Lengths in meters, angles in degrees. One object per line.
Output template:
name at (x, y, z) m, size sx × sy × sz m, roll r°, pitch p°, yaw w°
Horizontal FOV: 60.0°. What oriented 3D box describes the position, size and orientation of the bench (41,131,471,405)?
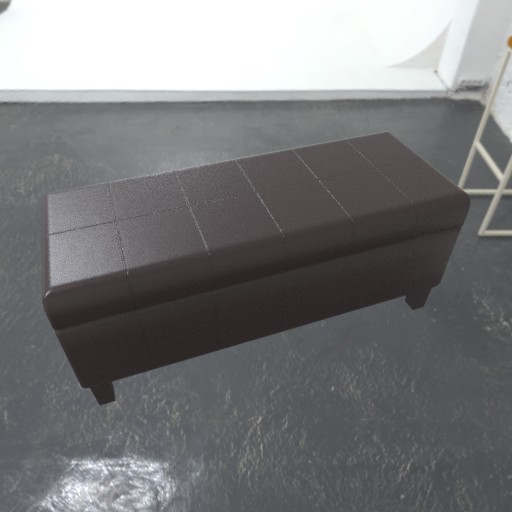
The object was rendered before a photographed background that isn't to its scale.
bench at (0.000, 0.000, 1.331) m, size 1.092 × 0.457 × 0.429 m, roll -14°, pitch 44°, yaw -15°
